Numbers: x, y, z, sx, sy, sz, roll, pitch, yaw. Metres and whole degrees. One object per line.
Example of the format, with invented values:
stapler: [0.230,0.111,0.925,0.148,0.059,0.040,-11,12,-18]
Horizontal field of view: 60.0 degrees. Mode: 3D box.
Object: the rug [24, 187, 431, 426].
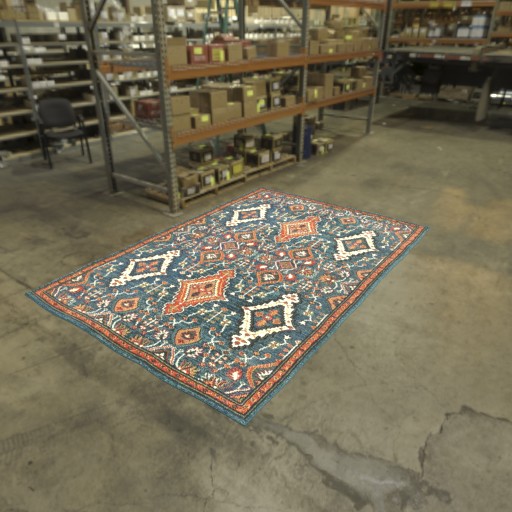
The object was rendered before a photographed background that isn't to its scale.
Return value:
rug: [0.000,0.000,2.976,1.622,0.009,2.373,19,33,32]
